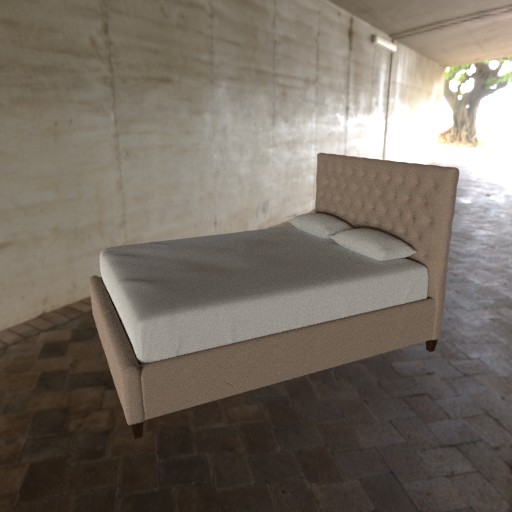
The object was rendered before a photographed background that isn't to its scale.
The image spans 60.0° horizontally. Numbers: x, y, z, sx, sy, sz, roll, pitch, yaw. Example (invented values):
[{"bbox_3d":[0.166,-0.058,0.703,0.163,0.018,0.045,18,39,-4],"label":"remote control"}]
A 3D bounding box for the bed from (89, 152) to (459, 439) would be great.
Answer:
[{"bbox_3d":[0.000,0.000,3.497,2.387,1.427,1.698,-8,19,-25],"label":"bed"}]
